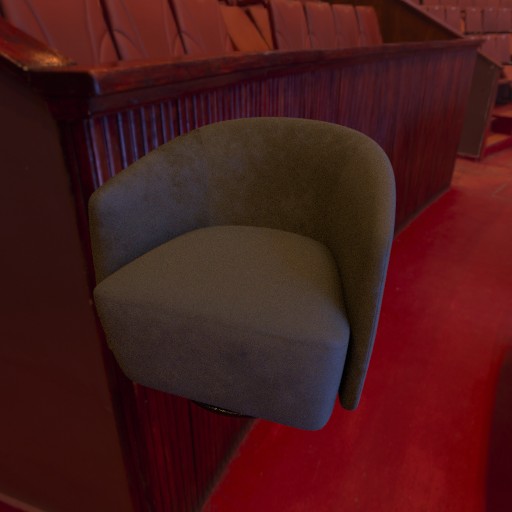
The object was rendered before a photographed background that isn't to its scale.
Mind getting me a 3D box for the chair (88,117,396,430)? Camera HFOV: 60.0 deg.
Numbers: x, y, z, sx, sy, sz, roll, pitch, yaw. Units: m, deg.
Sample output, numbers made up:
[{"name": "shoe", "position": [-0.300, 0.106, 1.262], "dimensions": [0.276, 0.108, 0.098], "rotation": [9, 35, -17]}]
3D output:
[{"name": "chair", "position": [0.000, 0.000, 1.343], "dimensions": [0.773, 0.698, 0.767], "rotation": [9, 29, 17]}]
